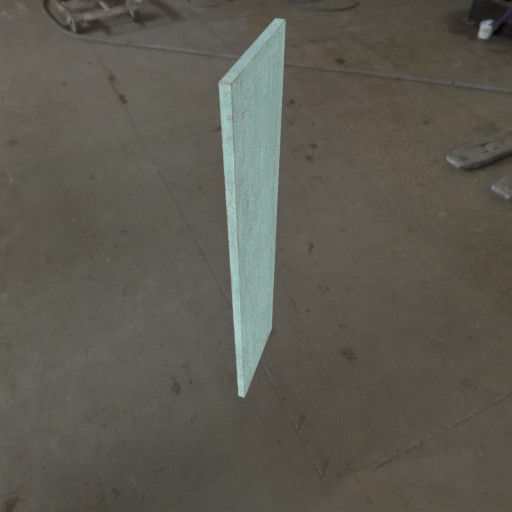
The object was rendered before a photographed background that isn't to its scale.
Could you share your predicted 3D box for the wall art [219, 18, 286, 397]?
[{"bbox_3d":[0.000,0.000,1.328,0.025,1.219,0.329,14,49,13],"label":"wall art"}]
